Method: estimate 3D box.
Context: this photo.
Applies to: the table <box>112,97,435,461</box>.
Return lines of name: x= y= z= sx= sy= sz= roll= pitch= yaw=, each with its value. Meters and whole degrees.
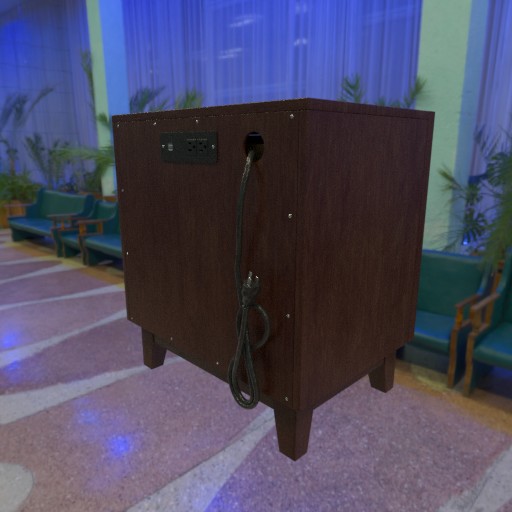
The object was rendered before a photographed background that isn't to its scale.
table: x=0.000 y=0.000 z=0.991 sx=0.449 sy=0.609 sz=0.557 roll=-14 pitch=20 yaw=-43
